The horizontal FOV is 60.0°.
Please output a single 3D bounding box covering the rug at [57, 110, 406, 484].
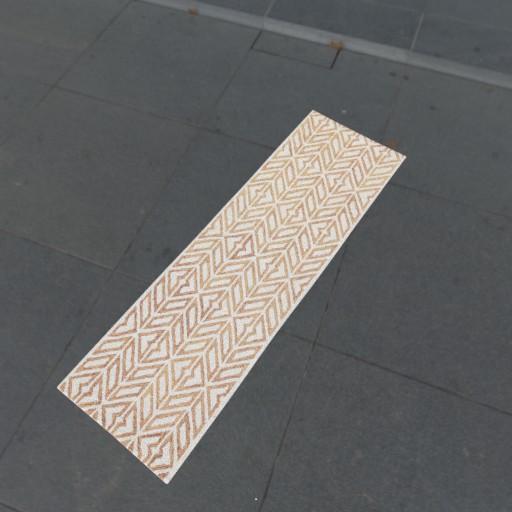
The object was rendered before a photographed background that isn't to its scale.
[{"bbox_3d":[0.000,0.000,2.631,0.750,0.009,2.435,32,66,16],"label":"rug"}]
